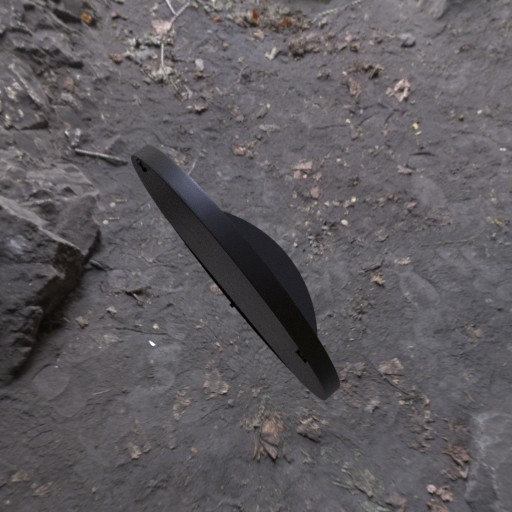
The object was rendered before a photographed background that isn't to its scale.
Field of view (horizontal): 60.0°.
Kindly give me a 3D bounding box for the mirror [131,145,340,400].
[{"bbox_3d":[0.000,0.000,0.697,0.133,0.457,0.457,-38,78,-10],"label":"mirror"}]
